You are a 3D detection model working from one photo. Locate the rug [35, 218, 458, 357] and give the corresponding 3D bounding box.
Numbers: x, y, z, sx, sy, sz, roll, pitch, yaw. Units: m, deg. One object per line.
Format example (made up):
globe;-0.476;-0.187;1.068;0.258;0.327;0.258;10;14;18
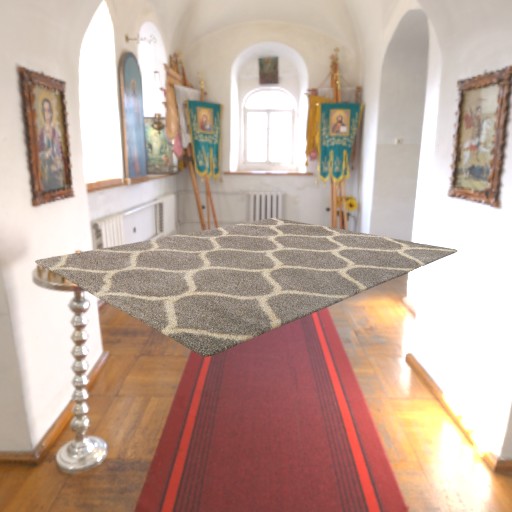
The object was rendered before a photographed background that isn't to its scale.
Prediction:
rug;0.000;0.000;3.990;3.000;0.026;2.399;-14;21;-42
